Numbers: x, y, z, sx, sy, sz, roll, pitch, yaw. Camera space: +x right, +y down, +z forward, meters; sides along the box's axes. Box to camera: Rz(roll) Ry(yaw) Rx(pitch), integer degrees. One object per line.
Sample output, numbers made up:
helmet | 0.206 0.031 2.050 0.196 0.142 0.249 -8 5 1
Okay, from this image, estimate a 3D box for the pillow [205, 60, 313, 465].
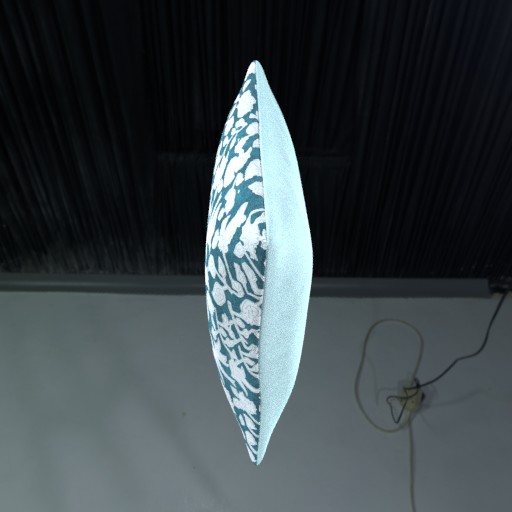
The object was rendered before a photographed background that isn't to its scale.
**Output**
pillow | 0.000 0.000 0.791 0.166 0.508 0.525 -1 42 -1
